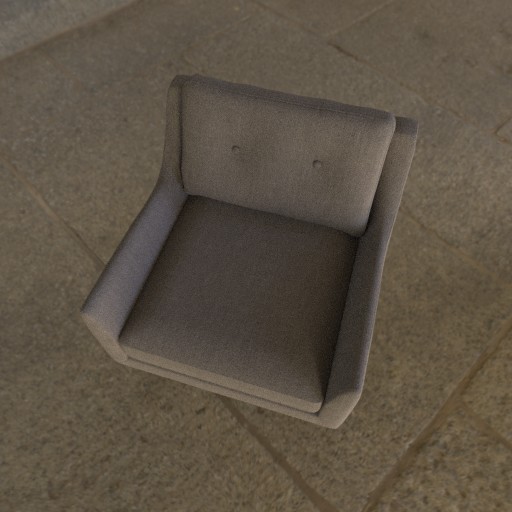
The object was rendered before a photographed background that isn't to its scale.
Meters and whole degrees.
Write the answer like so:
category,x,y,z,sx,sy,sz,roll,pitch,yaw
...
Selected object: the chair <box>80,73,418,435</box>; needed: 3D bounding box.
category,x,y,z,sx,sy,sz,roll,pitch,yaw
chair,0.000,0.000,1.514,0.847,0.828,0.849,14,59,9
